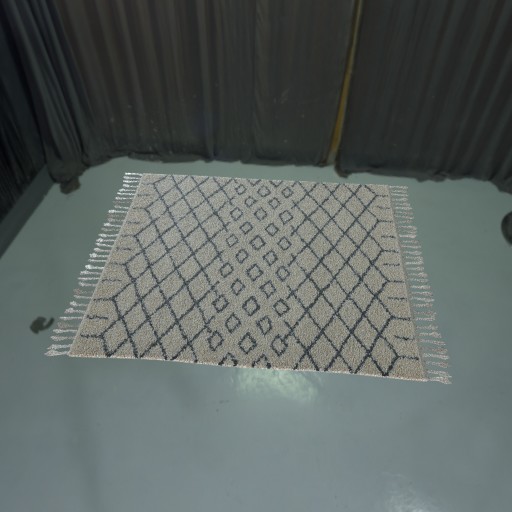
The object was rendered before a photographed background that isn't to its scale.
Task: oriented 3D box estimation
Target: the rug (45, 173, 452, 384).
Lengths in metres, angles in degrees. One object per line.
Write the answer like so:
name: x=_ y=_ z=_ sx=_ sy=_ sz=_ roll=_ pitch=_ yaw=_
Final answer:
rug: x=0.000 y=0.000 z=4.234 sx=3.213 sy=0.030 sz=2.388 roll=3 pitch=47 yaw=3
